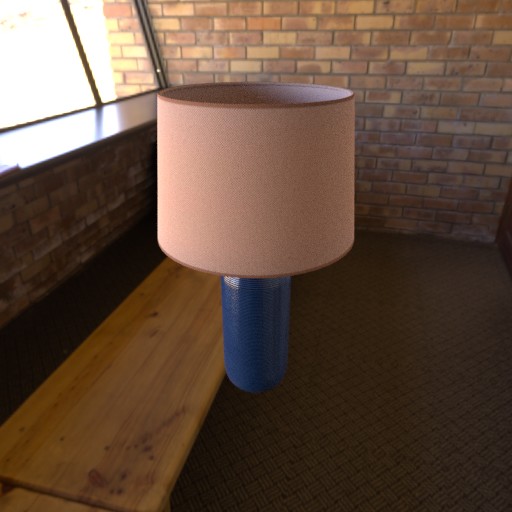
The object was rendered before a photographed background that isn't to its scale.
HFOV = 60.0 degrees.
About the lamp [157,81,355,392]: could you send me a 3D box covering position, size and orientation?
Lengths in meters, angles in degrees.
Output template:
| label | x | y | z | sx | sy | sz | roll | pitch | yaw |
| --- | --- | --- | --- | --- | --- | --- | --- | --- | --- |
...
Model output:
| label | x | y | z | sx | sy | sz | roll | pitch | yaw |
| --- | --- | --- | --- | --- | --- | --- | --- | --- | --- |
| lamp | 0.000 | 0.000 | 0.868 | 0.367 | 0.609 | 0.367 | 0 | 27 | 0 |
